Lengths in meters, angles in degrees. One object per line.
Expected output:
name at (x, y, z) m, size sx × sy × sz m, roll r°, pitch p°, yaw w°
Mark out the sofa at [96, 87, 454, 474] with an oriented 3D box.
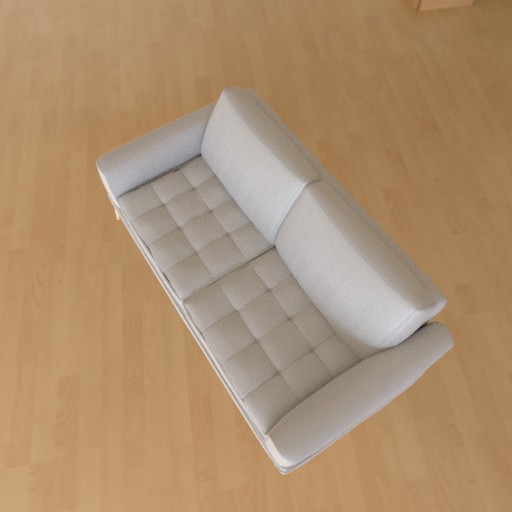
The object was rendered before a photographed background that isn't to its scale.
sofa at (0.000, 0.000, 2.657) m, size 1.121 × 0.930 × 2.177 m, roll -31°, pitch 67°, yaw -15°
